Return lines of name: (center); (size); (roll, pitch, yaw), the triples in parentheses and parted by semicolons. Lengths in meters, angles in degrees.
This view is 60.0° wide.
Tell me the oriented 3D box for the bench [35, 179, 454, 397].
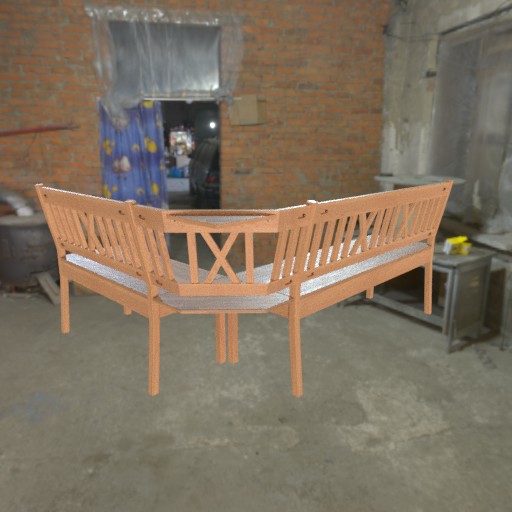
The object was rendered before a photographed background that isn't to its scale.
bench: (0.000, 0.000, 2.717); (1.537, 0.902, 1.937); (14, 20, 43)
